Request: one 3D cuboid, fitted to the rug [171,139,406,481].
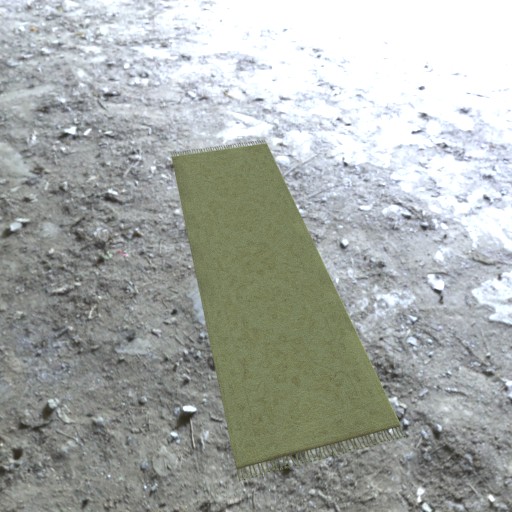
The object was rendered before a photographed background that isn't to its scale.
[{"bbox_3d":[0.000,0.000,2.821,0.795,0.015,2.544,-10,48,-9],"label":"rug"}]
